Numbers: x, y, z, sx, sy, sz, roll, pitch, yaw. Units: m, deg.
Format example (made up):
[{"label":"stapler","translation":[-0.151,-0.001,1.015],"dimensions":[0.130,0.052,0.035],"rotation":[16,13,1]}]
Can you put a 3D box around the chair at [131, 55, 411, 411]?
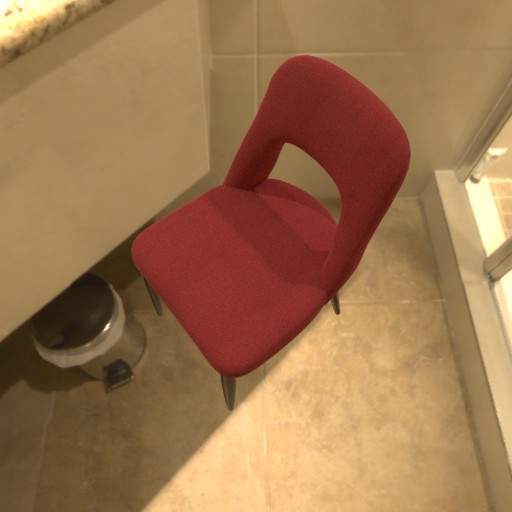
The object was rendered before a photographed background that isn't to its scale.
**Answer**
[{"label":"chair","translation":[0.000,0.000,1.210],"dimensions":[0.569,0.892,0.483],"rotation":[-36,69,-16]}]
